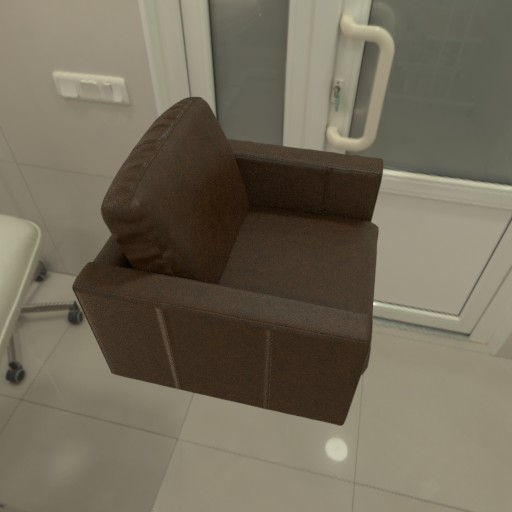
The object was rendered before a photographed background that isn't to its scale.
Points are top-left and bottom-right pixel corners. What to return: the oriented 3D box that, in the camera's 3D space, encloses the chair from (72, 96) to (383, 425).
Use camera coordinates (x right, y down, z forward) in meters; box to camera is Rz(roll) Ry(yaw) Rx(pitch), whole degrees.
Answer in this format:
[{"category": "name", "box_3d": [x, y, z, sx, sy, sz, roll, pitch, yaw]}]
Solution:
[{"category": "chair", "box_3d": [0.000, 0.000, 1.675, 0.909, 0.956, 0.890, 10, 47, 9]}]
